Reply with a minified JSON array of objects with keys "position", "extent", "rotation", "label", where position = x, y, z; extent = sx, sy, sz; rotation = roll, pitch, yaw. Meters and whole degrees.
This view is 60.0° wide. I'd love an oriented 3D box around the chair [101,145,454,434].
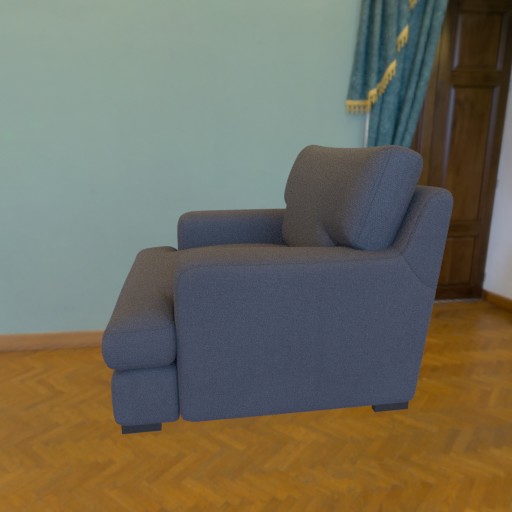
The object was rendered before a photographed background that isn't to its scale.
[{"position":[0.000,0.000,1.932],"extent":[1.143,0.940,1.168],"rotation":[-2,14,-9],"label":"chair"}]
